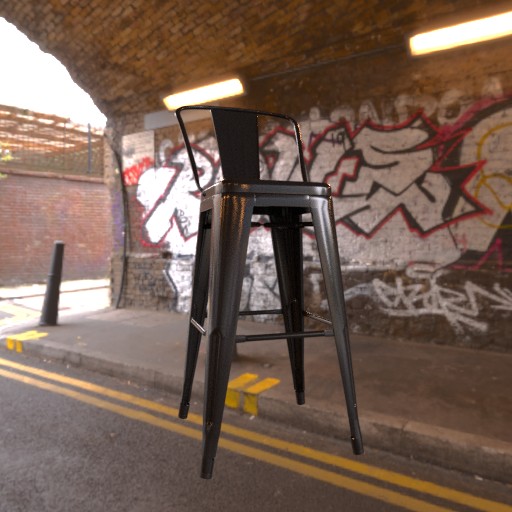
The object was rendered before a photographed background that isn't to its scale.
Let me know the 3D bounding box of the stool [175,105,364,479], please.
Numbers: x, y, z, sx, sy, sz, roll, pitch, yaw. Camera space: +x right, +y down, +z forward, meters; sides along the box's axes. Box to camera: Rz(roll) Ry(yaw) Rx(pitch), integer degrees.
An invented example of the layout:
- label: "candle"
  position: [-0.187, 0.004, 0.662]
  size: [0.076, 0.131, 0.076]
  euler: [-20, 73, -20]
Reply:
- label: "stool"
  position: [0.000, 0.000, 1.317]
  size: [0.432, 1.022, 0.528]
  euler: [-1, 2, -17]
